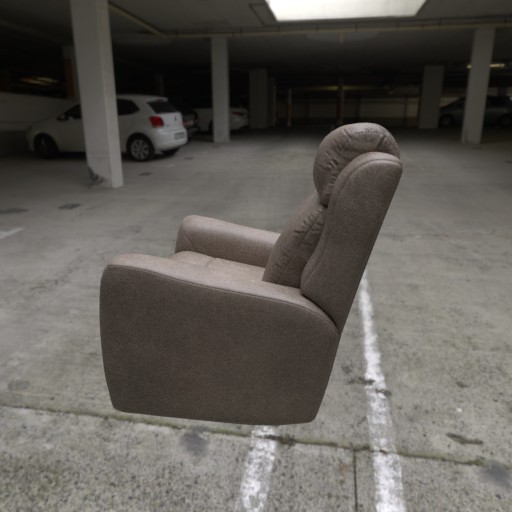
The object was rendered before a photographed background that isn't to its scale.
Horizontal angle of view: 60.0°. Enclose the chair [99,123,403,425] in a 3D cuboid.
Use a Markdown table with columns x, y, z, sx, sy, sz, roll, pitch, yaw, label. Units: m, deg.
| x | y | z | sx | sy | sz | roll | pitch | yaw | label |
| --- | --- | --- | --- | --- | --- | --- | --- | --- | --- |
| 0.000 | 0.000 | 1.951 | 1.068 | 1.116 | 0.967 | 3 | 16 | 9 | chair |
